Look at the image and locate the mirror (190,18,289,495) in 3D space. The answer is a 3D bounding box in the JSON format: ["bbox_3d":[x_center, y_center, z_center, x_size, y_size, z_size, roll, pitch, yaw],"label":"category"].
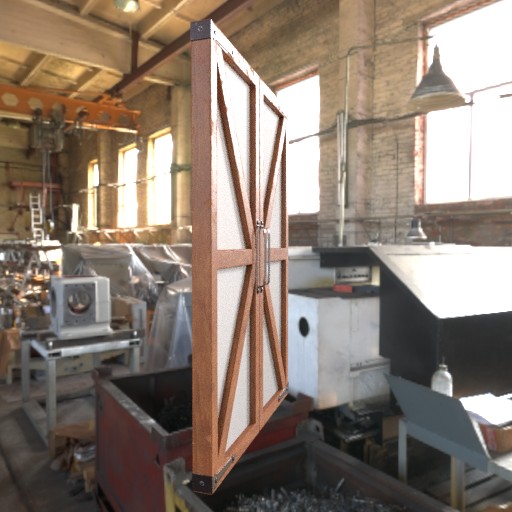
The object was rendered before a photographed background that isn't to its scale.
[{"bbox_3d":[0.000,0.000,0.952,0.053,0.761,0.517,1,2,18],"label":"mirror"}]
